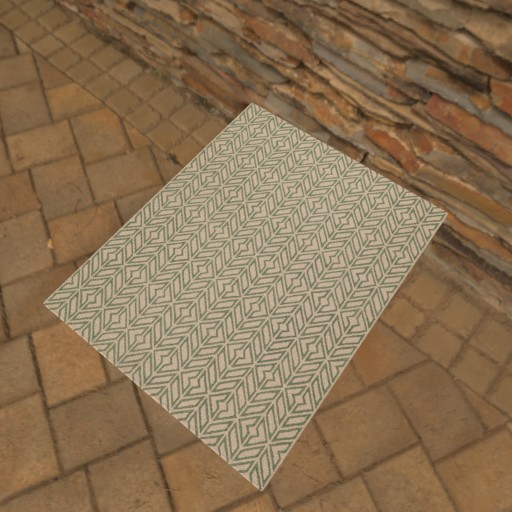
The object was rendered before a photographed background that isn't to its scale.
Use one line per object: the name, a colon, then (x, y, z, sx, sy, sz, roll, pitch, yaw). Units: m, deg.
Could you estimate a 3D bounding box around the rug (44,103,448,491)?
rug: (0.000, 0.000, 4.150, 2.441, 0.017, 3.050, 34, 68, 16)
